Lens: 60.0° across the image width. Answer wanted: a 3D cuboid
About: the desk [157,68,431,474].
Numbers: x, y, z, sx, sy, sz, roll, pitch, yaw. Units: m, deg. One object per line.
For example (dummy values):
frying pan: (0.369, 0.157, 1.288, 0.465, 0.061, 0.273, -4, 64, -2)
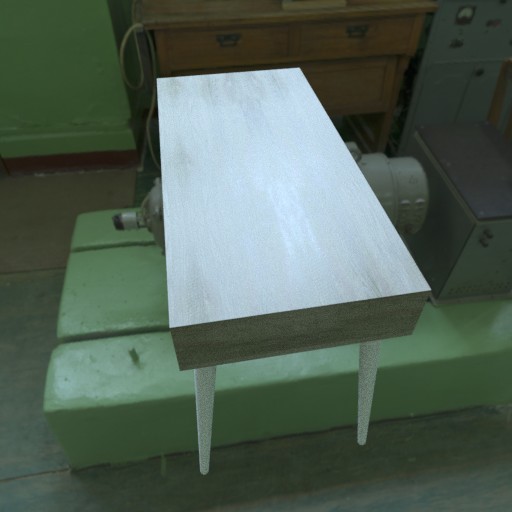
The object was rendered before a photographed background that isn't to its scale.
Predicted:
desk: (0.000, 0.000, 1.367, 0.491, 0.723, 0.979, -7, 46, -7)
